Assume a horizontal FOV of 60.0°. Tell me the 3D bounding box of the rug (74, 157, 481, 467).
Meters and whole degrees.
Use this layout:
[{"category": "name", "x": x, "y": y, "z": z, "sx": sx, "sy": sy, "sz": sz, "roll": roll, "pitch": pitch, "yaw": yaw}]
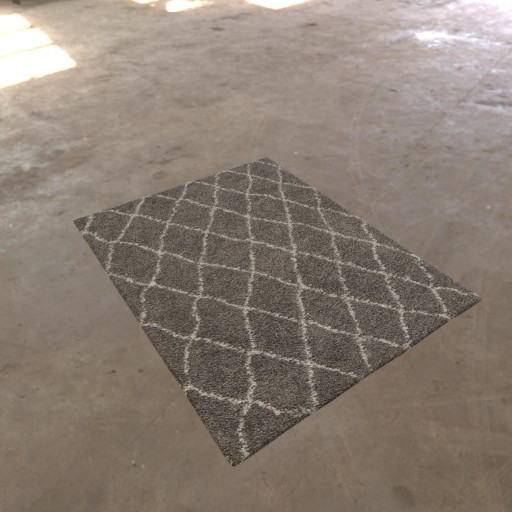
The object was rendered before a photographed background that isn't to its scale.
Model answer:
[{"category": "rug", "x": 0.000, "y": 0.000, "z": 4.084, "sx": 2.438, "sy": 0.029, "sz": 3.047, "roll": -24, "pitch": 45, "yaw": -26}]
